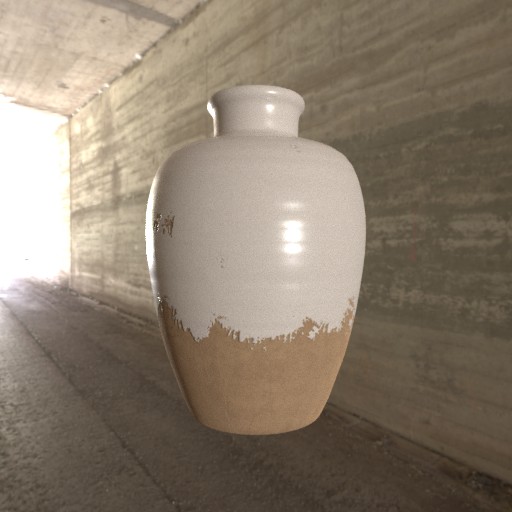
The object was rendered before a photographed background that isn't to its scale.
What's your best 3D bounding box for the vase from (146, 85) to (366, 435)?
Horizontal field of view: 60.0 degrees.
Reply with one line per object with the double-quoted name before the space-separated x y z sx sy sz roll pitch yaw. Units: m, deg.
"vase" 0.000 0.000 0.329 0.158 0.228 0.158 0 1 0
